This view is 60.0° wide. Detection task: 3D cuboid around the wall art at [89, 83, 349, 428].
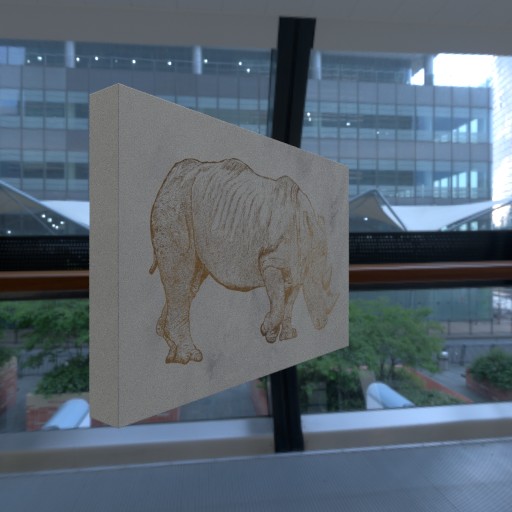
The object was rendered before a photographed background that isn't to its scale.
[{"bbox_3d":[0.000,0.000,0.488,0.038,0.254,0.381,0,0,38],"label":"wall art"}]
